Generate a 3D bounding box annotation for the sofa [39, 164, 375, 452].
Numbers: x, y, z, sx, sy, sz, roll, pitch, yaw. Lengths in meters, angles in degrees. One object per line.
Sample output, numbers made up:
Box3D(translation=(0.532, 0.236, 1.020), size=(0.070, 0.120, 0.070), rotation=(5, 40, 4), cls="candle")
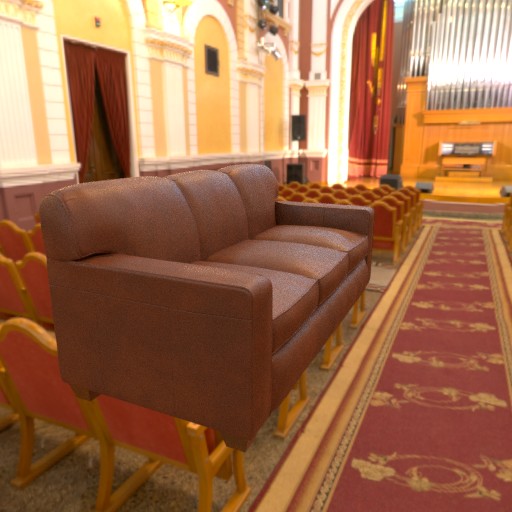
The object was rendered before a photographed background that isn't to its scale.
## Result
Box3D(translation=(0.000, 0.000, 2.527), size=(1.008, 0.953, 2.039), rotation=(7, 16, 25), cls="sofa")
